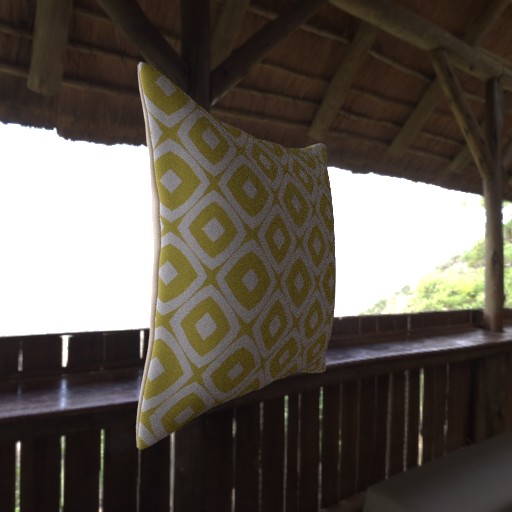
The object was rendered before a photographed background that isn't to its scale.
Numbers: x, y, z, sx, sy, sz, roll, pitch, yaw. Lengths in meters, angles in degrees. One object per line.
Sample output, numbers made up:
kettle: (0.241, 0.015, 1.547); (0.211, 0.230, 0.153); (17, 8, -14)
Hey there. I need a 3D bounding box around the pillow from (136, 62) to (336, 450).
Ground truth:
pillow: (0.000, 0.000, 0.764); (0.188, 0.494, 0.504); (-1, -1, 36)
